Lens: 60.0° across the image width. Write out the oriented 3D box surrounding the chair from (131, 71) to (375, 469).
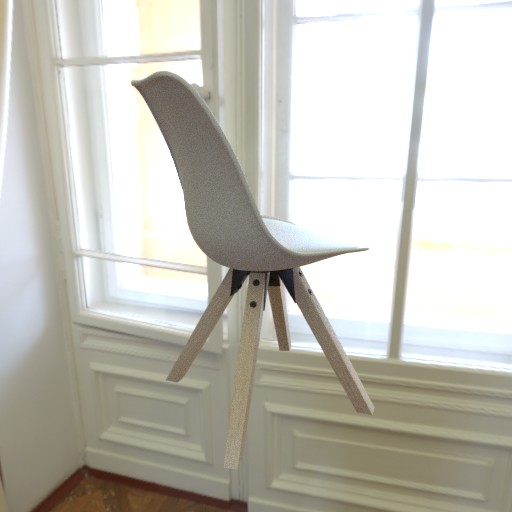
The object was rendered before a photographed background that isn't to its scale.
[{"bbox_3d":[0.000,0.000,1.157,0.550,0.850,0.485,-9,18,-28],"label":"chair"}]
